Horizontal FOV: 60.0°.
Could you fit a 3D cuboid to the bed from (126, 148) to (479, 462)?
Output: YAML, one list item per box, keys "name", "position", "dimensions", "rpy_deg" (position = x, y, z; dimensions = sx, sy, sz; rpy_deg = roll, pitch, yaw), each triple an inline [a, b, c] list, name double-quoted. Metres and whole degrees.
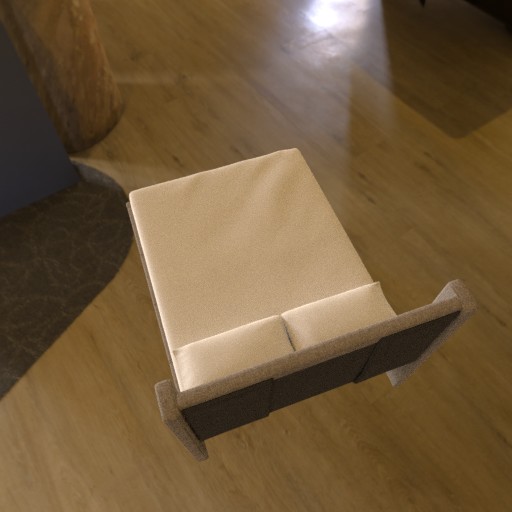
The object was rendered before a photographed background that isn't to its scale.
- name: "bed"
  position: [0.000, 0.000, 3.350]
  dimensions: [1.714, 1.476, 2.245]
  rpy_deg: [-17, 60, -10]
